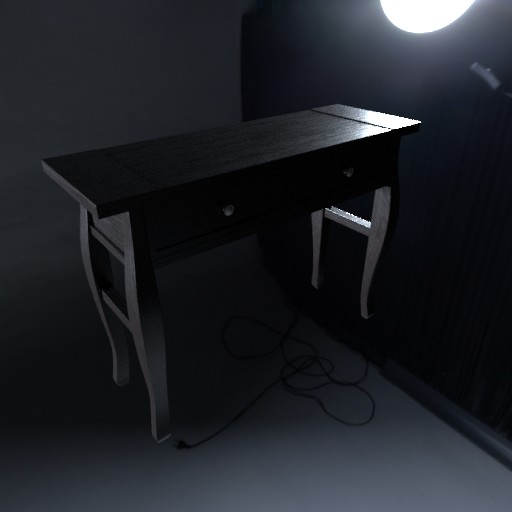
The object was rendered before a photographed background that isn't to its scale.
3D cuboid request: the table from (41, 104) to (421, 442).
[{"bbox_3d":[0.000,0.000,1.443,1.062,0.768,0.373,-22,37,-33],"label":"table"}]
